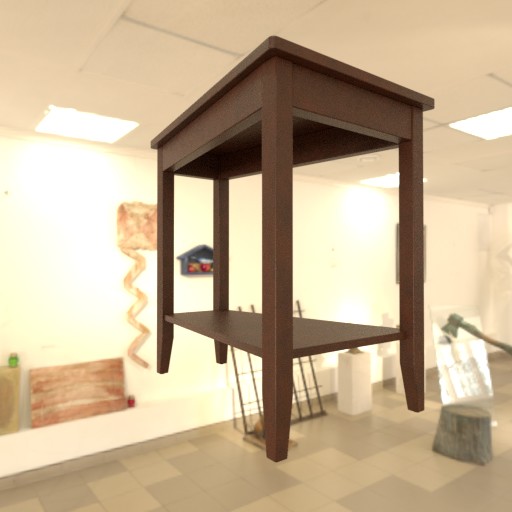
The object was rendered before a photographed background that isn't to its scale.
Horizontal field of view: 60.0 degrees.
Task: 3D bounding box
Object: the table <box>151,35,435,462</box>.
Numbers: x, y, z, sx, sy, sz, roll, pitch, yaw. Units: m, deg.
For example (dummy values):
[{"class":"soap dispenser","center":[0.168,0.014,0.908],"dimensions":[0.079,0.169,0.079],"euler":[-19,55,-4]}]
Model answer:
[{"class":"table","center":[0.000,0.000,0.956],"dimensions":[0.399,0.589,0.605],"euler":[1,-1,-37]}]
